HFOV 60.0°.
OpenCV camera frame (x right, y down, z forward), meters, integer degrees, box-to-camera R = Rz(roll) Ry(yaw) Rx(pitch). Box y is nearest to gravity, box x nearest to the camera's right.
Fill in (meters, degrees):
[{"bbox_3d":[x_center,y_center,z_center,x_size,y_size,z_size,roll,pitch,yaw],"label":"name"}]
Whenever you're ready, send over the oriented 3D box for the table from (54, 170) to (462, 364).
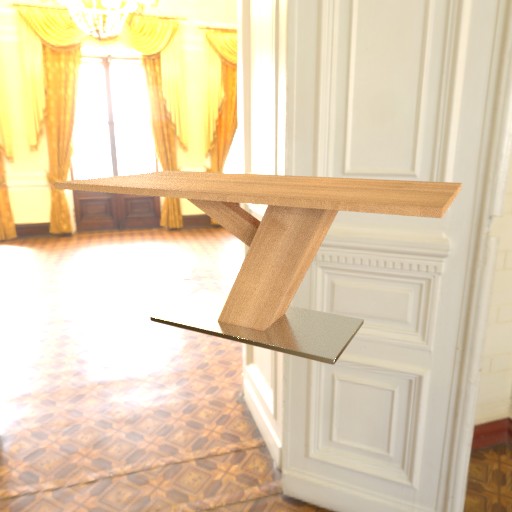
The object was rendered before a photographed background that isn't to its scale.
[{"bbox_3d":[0.000,0.000,2.282,1.800,0.750,0.900,8,17,27],"label":"table"}]
